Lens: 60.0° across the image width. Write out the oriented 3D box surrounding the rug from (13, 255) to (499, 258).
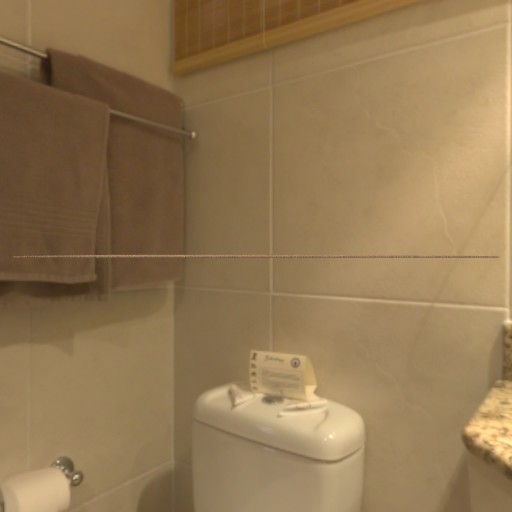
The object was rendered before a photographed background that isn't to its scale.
[{"bbox_3d":[0.000,0.000,2.969,2.427,0.007,1.515,0,0,-1],"label":"rug"}]
